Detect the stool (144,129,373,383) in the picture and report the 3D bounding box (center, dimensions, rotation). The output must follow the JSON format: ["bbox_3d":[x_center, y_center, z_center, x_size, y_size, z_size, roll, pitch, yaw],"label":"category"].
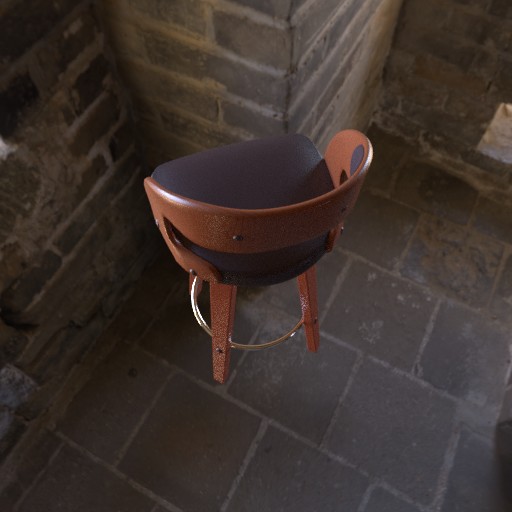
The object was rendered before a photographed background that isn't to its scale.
[{"bbox_3d":[0.000,0.000,1.190,0.457,0.940,0.457,-16,59,-10],"label":"stool"}]
